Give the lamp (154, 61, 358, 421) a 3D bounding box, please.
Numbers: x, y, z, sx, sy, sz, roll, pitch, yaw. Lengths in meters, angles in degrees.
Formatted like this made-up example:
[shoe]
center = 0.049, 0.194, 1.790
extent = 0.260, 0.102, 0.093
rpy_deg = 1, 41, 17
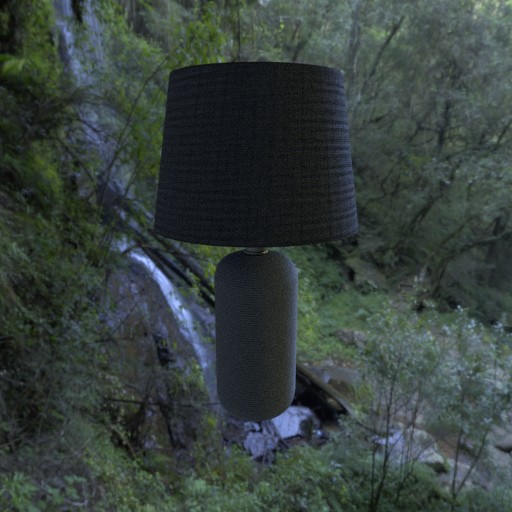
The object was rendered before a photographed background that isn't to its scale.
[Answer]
[lamp]
center = 0.000, 0.000, 0.567
extent = 0.251, 0.429, 0.251
rpy_deg = 0, 14, 0
